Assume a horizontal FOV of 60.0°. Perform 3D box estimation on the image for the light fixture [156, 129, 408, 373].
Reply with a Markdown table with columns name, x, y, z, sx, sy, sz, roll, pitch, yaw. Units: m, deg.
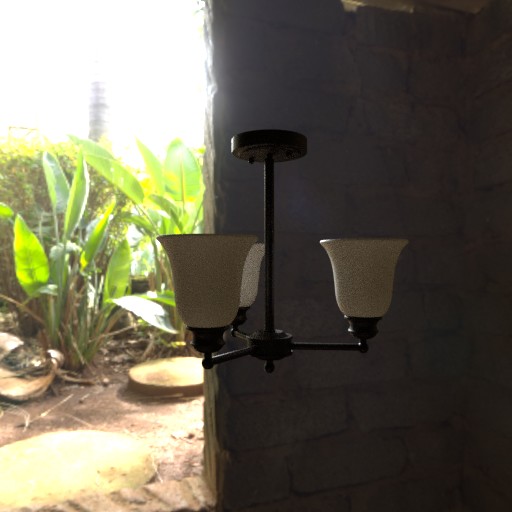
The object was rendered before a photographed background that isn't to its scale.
| name | x | y | z | sx | sy | sz | roll | pitch | yaw |
| --- | --- | --- | --- | --- | --- | --- | --- | --- | --- |
| light fixture | 0.000 | 0.000 | 0.676 | 0.388 | 0.370 | 0.354 | -1 | -1 | 35 |
